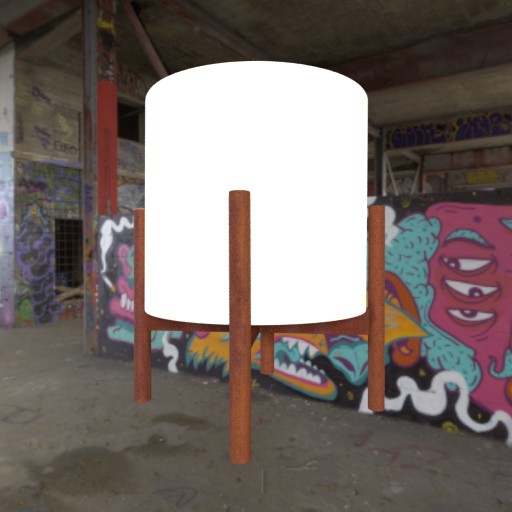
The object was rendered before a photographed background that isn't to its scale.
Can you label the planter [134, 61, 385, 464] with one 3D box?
[{"bbox_3d":[0.000,0.000,0.864,0.421,0.581,0.420,0,1,-36],"label":"planter"}]
